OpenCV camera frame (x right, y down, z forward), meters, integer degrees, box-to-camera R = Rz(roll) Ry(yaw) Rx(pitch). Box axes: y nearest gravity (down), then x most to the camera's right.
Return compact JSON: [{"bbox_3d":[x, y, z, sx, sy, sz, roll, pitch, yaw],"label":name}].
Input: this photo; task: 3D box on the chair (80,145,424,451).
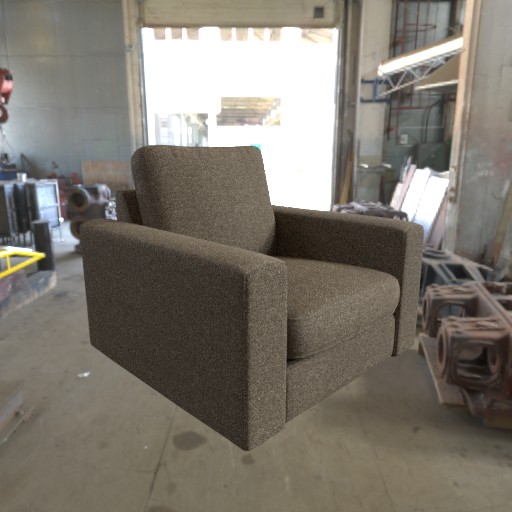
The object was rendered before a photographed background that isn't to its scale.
[{"bbox_3d":[0.000,0.000,1.792,1.005,0.873,1.016,-13,19,-43],"label":"chair"}]
